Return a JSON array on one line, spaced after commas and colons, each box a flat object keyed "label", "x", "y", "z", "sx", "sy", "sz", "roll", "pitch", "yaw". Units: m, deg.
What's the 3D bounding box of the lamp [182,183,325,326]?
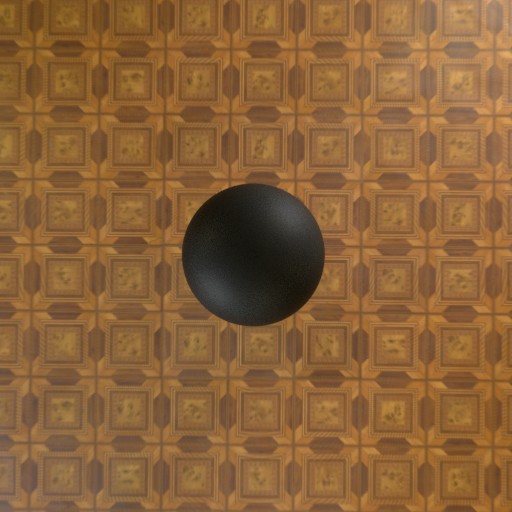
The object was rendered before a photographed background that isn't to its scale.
[{"label": "lamp", "x": 0.000, "y": 0.000, "z": 1.593, "sx": 0.328, "sy": 1.480, "sz": 0.328, "roll": 0, "pitch": 90, "yaw": 1}]
